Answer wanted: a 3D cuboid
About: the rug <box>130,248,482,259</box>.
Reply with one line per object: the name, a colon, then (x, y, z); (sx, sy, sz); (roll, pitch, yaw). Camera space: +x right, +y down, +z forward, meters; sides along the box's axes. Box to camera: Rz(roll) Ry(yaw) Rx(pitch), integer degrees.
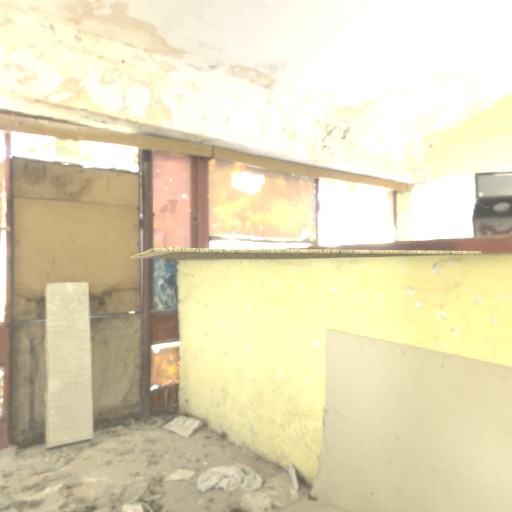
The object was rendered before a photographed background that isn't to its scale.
rug: (0.000, 0.000, 2.913); (1.523, 0.017, 2.263); (0, -1, -18)
